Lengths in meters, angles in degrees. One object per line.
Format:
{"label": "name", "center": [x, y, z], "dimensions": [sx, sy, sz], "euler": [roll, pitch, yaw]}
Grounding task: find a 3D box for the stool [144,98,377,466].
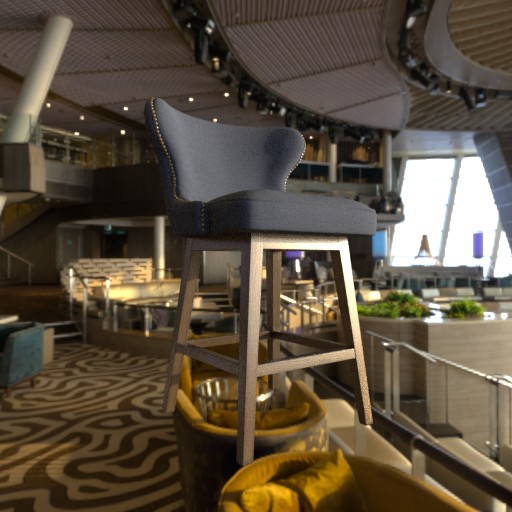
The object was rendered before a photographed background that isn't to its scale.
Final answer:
{"label": "stool", "center": [0.000, 0.000, 1.366], "dimensions": [0.615, 0.972, 0.597], "euler": [0, 0, -36]}
